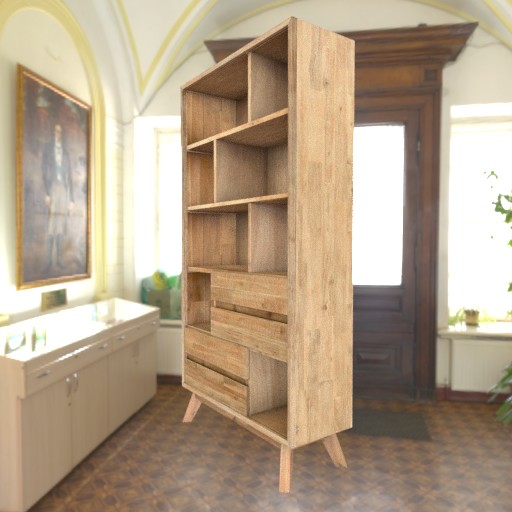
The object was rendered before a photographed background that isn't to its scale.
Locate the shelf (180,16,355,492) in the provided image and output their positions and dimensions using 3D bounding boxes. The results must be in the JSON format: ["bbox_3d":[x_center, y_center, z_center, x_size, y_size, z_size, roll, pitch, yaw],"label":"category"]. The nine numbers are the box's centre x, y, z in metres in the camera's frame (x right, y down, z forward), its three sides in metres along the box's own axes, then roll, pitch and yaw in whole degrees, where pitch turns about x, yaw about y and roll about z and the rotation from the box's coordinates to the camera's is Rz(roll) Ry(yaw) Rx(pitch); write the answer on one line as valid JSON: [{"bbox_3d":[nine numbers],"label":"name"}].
[{"bbox_3d":[0.000,0.000,1.741,0.308,1.471,0.748,-1,2,-36],"label":"shelf"}]
